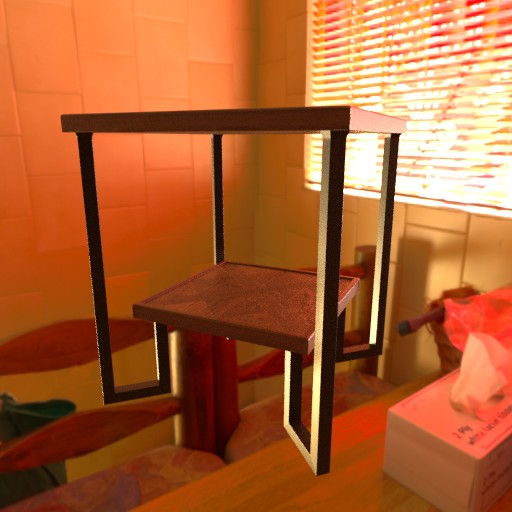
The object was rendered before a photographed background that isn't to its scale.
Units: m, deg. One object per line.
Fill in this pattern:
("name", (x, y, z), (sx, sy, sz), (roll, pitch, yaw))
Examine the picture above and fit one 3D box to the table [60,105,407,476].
("table", (0.000, 0.000, 0.943), (0.503, 0.563, 0.503), (7, 16, 25))
